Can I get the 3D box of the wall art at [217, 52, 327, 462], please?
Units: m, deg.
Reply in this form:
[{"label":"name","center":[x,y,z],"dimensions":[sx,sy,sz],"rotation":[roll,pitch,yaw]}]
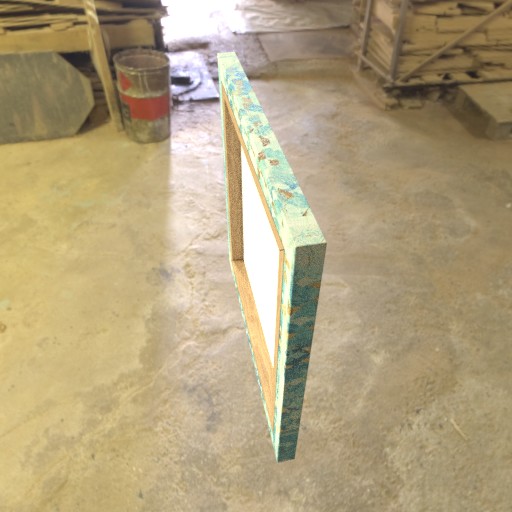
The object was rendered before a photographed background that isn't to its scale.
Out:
[{"label":"wall art","center":[0.000,0.000,0.924],"dimensions":[0.040,0.609,0.609],"rotation":[-8,45,-8]}]
